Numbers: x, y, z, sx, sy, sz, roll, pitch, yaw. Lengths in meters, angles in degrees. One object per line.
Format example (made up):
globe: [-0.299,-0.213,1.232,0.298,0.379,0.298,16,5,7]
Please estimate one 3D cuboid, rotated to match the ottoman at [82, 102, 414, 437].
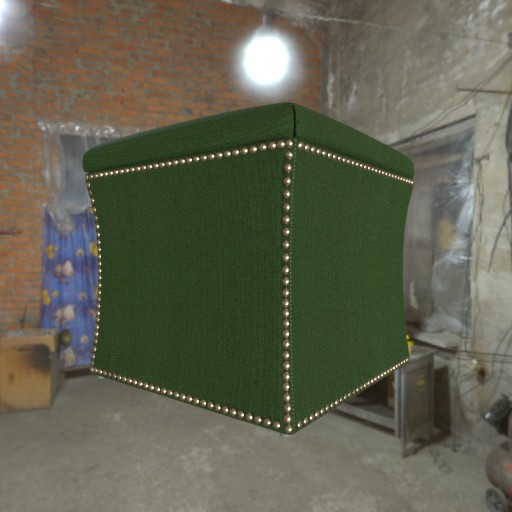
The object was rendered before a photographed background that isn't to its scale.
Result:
ottoman: [0.000,0.000,0.904,0.507,0.475,0.497,1,2,38]
